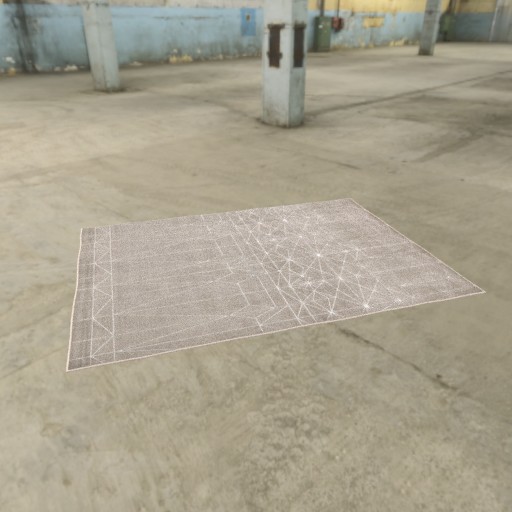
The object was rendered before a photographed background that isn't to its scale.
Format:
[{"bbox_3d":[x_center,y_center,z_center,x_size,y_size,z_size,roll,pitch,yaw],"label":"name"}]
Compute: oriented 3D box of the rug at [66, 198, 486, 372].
[{"bbox_3d":[0.000,0.000,4.370,3.357,0.019,2.449,-8,28,-15],"label":"rug"}]
